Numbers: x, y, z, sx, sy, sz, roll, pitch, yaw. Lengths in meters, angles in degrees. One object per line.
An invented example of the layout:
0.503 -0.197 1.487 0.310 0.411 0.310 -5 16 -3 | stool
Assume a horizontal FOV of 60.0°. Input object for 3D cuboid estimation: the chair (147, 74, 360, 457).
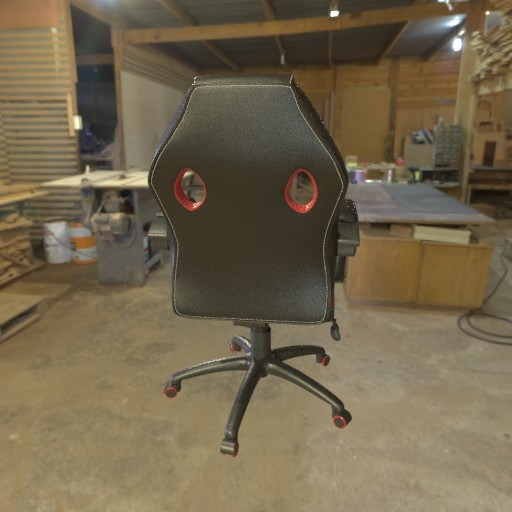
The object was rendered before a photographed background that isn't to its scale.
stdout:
0.000 0.000 1.660 0.750 1.189 0.783 2 16 7 | chair
